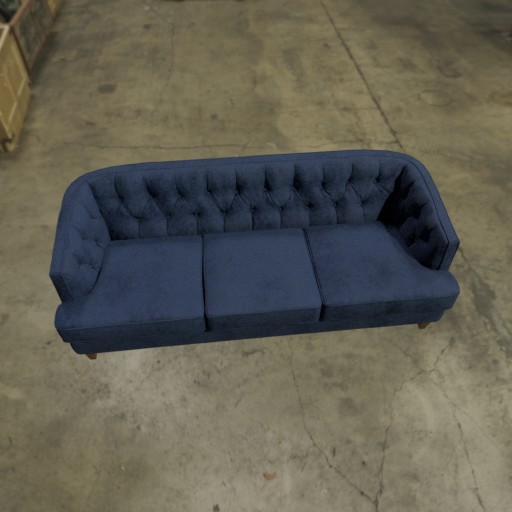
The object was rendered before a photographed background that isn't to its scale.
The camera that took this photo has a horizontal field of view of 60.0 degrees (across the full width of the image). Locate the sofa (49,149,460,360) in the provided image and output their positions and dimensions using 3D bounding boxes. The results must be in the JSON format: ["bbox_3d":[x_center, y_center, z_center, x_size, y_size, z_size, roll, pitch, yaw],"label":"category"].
[{"bbox_3d":[0.000,0.000,2.757,2.278,0.855,0.941,-4,48,-4],"label":"sofa"}]
